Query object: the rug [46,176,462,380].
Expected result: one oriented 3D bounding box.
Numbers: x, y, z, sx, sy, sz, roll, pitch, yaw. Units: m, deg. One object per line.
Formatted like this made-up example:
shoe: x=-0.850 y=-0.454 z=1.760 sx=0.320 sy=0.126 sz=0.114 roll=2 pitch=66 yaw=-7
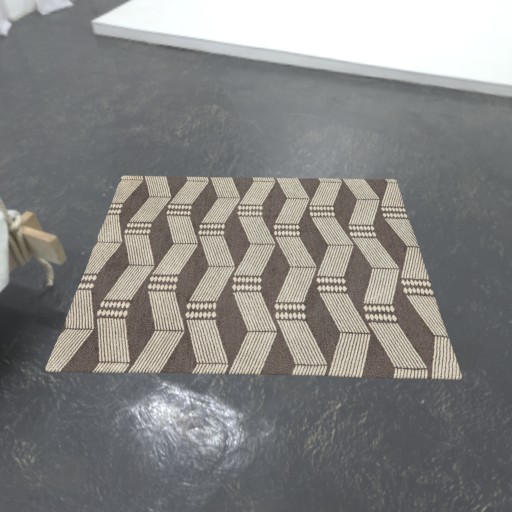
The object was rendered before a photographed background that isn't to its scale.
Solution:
rug: x=0.000 y=0.000 z=4.075 sx=3.048 sy=0.016 sz=2.438 roll=1 pitch=46 yaw=1
